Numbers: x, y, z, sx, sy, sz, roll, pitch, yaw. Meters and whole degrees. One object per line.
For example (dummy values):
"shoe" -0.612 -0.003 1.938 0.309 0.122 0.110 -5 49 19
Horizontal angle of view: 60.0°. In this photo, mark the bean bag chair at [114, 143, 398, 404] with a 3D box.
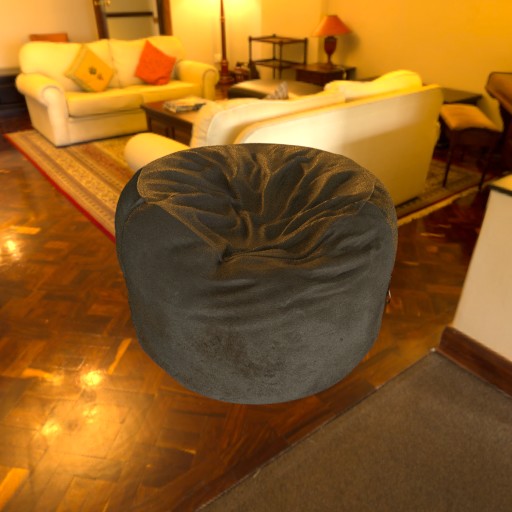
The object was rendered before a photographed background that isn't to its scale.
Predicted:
"bean bag chair" 0.000 0.000 1.545 0.918 0.605 0.918 0 31 0
